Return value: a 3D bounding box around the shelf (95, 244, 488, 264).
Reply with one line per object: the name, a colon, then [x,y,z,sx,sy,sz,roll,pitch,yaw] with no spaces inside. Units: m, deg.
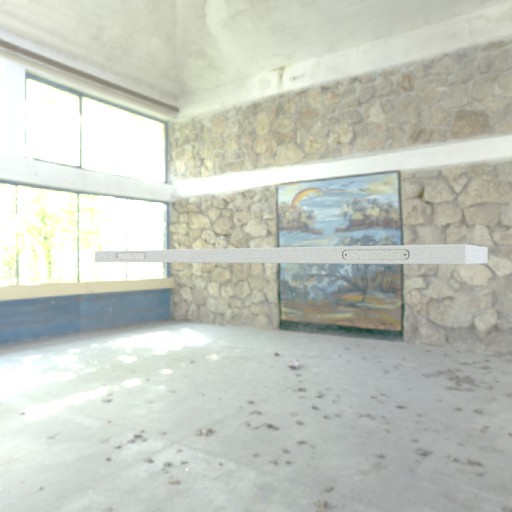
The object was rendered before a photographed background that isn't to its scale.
shelf: [0.000,0.000,0.673,0.610,0.020,0.140,0,0,36]
